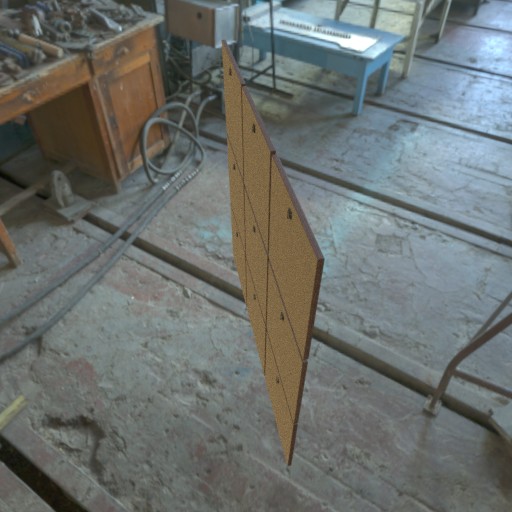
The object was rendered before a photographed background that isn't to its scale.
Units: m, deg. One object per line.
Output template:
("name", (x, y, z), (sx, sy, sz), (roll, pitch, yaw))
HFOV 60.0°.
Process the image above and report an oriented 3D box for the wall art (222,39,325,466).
("wall art", (0.000, 0.000, 1.772), (0.024, 1.218, 1.221), (-9, 47, -9))
